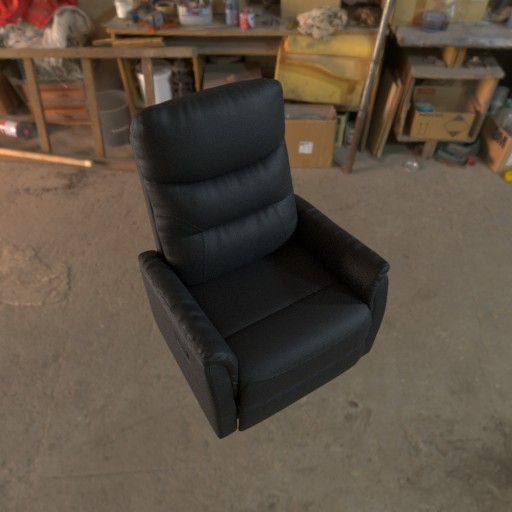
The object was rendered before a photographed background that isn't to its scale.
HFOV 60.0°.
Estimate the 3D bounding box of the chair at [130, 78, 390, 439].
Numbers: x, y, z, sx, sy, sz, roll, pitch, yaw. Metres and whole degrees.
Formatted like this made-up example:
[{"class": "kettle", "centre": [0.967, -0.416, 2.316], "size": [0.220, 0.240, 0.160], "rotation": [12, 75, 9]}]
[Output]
[{"class": "chair", "centre": [0.000, 0.000, 1.683], "size": [0.775, 1.082, 0.831], "rotation": [-24, 51, -21]}]
